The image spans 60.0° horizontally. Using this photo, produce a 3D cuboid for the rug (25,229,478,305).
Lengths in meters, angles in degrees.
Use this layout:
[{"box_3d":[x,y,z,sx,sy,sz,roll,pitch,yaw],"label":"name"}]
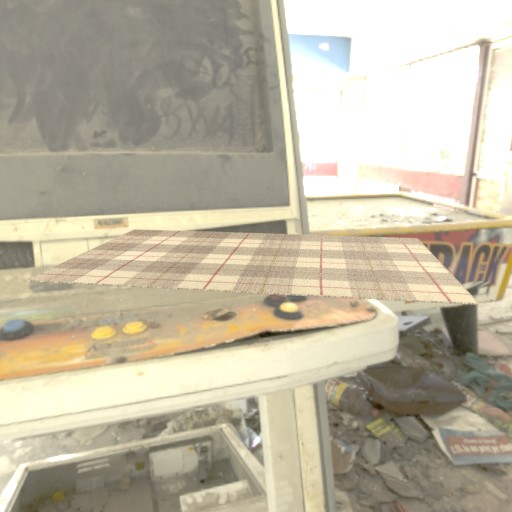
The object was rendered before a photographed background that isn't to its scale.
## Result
[{"box_3d":[0.000,0.000,3.095,2.464,0.010,1.549,2,15,8],"label":"rug"}]
